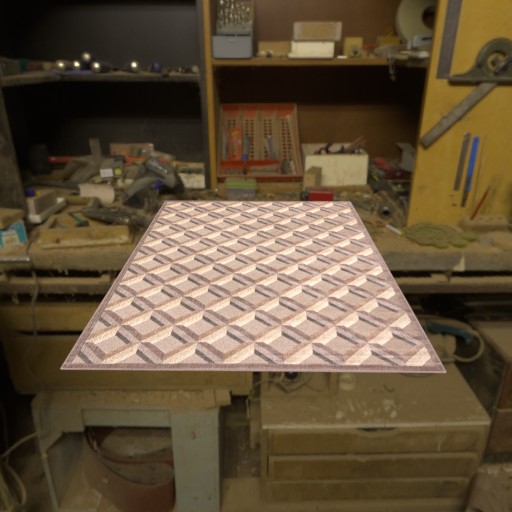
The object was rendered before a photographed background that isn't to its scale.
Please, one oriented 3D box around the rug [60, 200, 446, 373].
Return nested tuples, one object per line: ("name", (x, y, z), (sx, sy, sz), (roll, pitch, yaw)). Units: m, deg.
("rug", (0.000, 0.000, 4.207), (2.382, 0.018, 3.294), (0, 25, 1))
